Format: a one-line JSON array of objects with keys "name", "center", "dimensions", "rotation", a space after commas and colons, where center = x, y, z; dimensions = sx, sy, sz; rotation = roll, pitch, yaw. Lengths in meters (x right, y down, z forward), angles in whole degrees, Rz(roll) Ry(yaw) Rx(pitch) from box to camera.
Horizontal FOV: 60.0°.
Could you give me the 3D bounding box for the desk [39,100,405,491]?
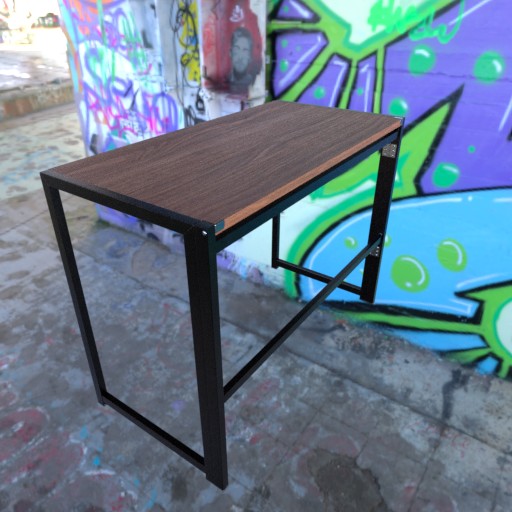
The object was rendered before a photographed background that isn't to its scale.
[{"name": "desk", "center": [0.000, 0.000, 1.441], "dimensions": [0.508, 0.762, 1.016], "rotation": [20, 36, 30]}]
